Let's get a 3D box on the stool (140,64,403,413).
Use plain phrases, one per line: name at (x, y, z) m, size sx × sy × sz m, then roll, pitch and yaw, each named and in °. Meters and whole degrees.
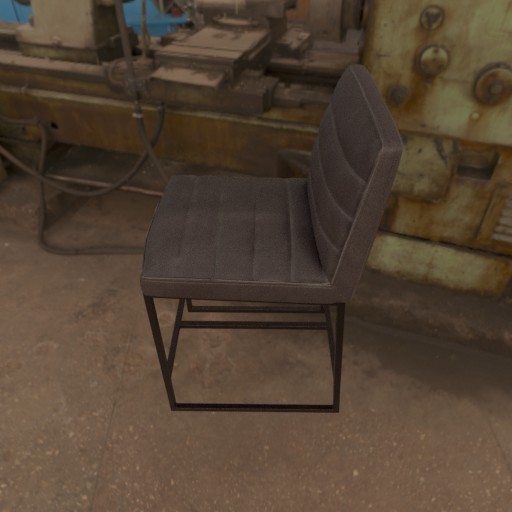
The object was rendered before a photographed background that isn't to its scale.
stool at (0.000, 0.000, 1.270) m, size 0.562 × 0.946 × 0.463 m, roll 0°, pitch 41°, yaw 1°
